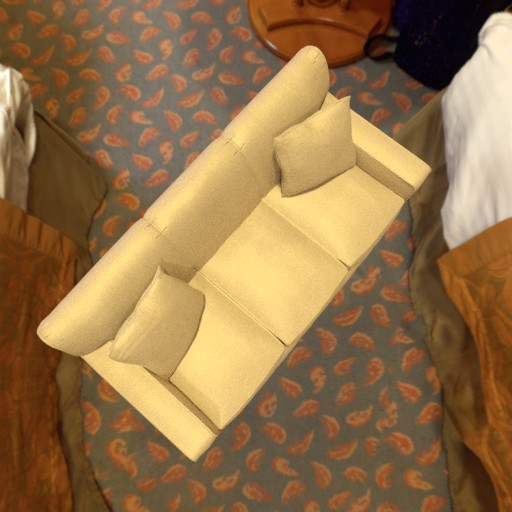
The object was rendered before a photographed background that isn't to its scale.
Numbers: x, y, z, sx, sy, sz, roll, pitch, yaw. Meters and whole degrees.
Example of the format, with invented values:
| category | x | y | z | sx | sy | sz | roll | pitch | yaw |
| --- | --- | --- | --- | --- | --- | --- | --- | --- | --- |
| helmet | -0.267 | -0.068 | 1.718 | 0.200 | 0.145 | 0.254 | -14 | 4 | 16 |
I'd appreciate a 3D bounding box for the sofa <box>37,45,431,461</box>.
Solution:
| category | x | y | z | sx | sy | sz | roll | pitch | yaw |
| --- | --- | --- | --- | --- | --- | --- | --- | --- | --- |
| sofa | 0.000 | 0.000 | 2.535 | 0.997 | 0.958 | 2.024 | 39 | 79 | 9 |
